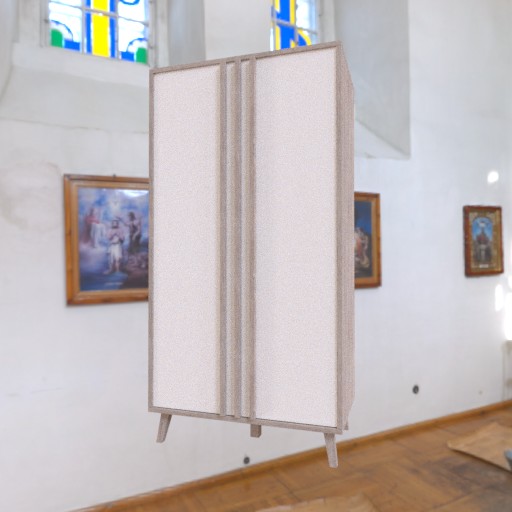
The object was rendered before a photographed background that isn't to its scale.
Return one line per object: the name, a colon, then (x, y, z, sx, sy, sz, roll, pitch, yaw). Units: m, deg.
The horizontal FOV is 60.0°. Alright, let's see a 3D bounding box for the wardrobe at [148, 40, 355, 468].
wardrobe: (0.000, 0.000, 2.430, 1.000, 1.960, 0.600, 0, -1, 18)
